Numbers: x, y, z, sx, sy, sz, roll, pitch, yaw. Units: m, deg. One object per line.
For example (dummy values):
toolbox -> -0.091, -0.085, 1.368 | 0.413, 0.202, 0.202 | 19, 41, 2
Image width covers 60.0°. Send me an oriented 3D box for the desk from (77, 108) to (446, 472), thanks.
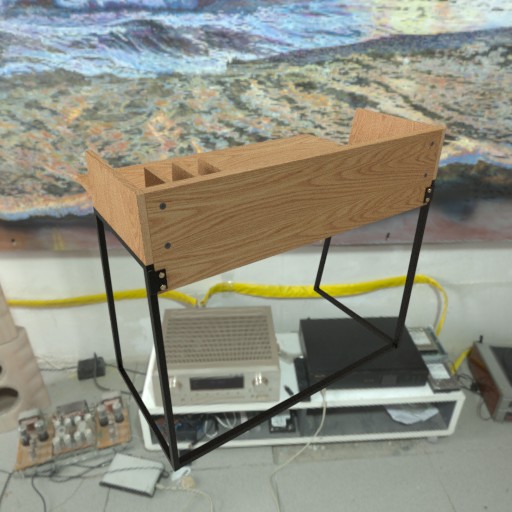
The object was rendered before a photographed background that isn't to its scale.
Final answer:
desk -> 0.000, 0.000, 1.879 | 1.191, 1.061, 0.769 | -18, 34, -29
